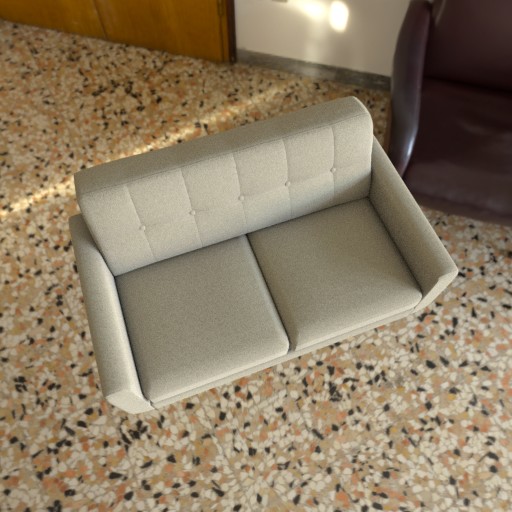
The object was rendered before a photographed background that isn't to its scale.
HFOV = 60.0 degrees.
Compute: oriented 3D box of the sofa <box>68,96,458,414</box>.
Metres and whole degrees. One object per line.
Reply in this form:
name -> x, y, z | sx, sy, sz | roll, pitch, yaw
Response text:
sofa -> 0.000, 0.000, 2.239 | 1.655, 0.892, 0.980 | -18, 65, -9
